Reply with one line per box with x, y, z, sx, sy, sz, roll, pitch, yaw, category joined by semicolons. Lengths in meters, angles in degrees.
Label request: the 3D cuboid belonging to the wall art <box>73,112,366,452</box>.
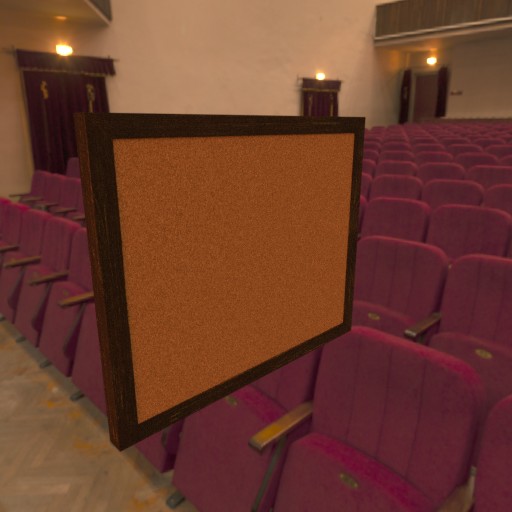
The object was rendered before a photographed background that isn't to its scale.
0.000;0.000;0.756;0.558;0.457;0.032;-15;22;-41;wall art
